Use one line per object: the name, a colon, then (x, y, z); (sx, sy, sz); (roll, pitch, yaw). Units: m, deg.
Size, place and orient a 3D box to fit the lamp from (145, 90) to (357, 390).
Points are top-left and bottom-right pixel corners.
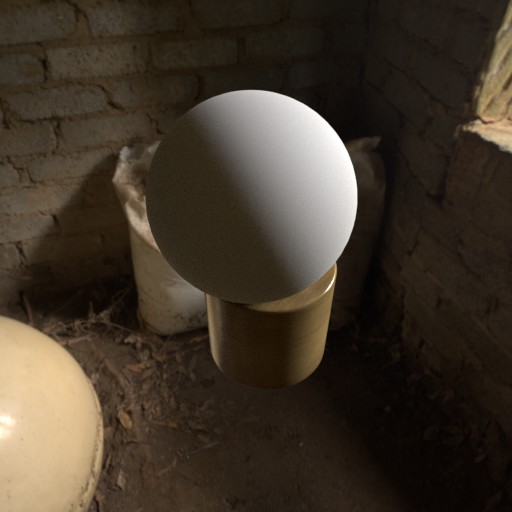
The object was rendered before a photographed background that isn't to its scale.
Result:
lamp: (0.000, 0.000, 0.343); (0.141, 0.250, 0.152); (24, 47, 25)
